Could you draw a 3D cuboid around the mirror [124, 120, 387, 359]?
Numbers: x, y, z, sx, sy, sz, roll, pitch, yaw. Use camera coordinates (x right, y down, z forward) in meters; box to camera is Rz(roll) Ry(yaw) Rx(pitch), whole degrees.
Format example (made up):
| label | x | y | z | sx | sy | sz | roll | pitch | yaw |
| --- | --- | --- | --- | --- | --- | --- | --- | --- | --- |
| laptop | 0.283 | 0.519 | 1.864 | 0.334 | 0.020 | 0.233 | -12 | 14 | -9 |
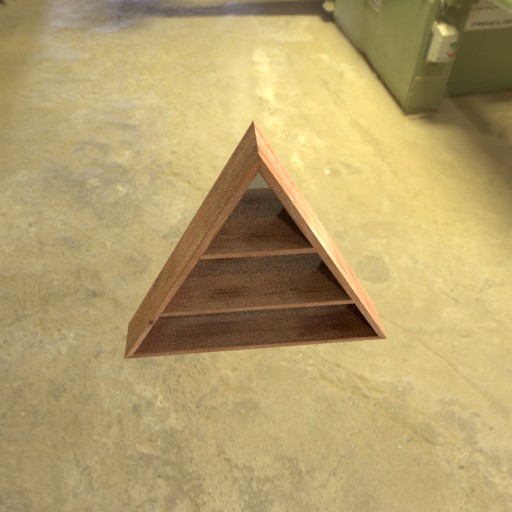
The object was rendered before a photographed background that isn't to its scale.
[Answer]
| label | x | y | z | sx | sy | sz | roll | pitch | yaw |
| --- | --- | --- | --- | --- | --- | --- | --- | --- | --- |
| mirror | 0.000 | 0.000 | 0.892 | 0.631 | 0.548 | 0.100 | -4 | 47 | -3 |
